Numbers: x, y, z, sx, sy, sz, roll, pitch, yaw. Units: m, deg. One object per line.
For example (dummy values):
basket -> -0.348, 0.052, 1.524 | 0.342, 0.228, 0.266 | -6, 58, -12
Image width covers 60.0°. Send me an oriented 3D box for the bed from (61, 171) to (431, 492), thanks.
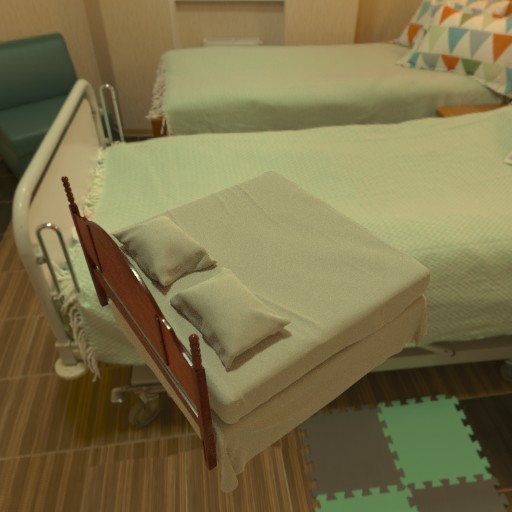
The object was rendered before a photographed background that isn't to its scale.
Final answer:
bed -> 0.000, 0.000, 3.613 | 2.219, 1.355, 2.322 | -26, 47, -27
